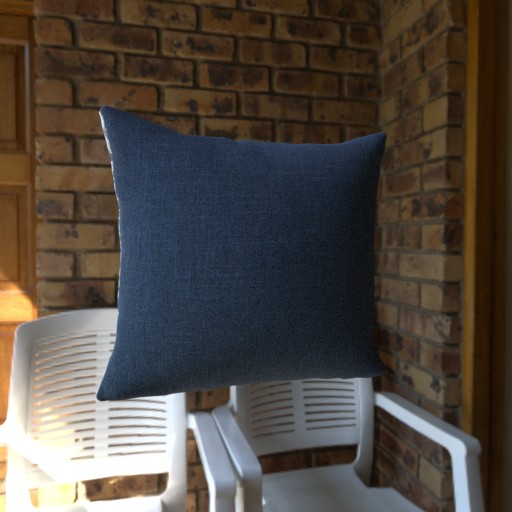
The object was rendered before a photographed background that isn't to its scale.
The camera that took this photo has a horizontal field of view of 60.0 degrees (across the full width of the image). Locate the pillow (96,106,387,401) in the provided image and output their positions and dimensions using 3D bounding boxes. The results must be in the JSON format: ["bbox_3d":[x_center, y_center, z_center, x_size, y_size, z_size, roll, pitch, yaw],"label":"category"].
[{"bbox_3d":[0.000,0.000,0.799,0.546,0.487,0.180,-1,2,-18],"label":"pillow"}]
